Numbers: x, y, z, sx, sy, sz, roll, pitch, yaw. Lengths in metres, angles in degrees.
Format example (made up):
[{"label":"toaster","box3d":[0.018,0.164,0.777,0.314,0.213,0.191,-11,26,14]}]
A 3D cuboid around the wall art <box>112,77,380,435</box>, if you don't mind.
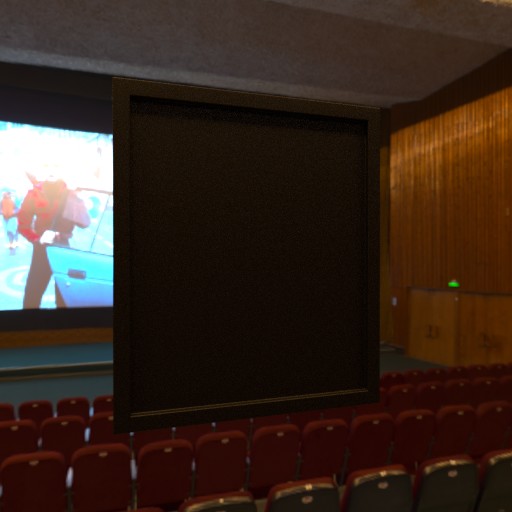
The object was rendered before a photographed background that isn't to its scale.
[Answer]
[{"label":"wall art","box3d":[0.000,0.000,0.534,0.328,0.381,0.028,0,0,-18]}]
